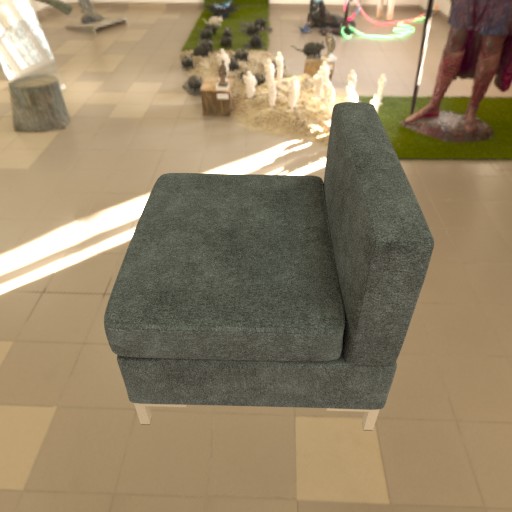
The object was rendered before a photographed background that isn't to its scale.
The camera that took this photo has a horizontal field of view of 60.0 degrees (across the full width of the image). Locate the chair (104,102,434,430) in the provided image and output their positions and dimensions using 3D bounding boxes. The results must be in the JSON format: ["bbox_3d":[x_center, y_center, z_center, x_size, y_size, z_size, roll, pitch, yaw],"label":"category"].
[{"bbox_3d":[0.000,0.000,1.237,0.680,0.660,0.680,1,40,1],"label":"chair"}]
